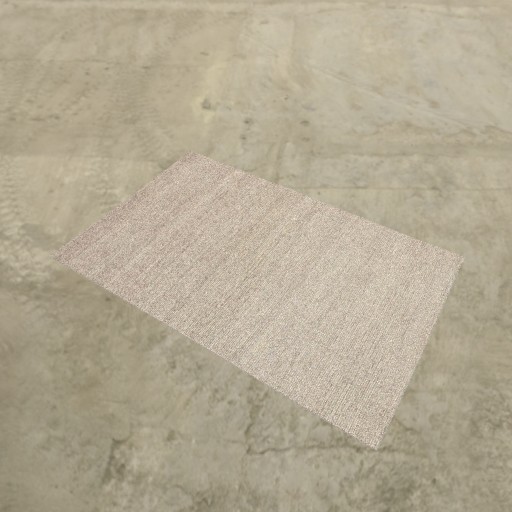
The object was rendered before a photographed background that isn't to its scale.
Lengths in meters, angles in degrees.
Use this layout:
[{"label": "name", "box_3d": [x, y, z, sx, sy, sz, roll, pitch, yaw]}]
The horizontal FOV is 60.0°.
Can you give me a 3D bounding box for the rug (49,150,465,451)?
[{"label": "rug", "box_3d": [0.000, 0.000, 2.257, 1.792, 0.021, 1.154, 25, 51, 22]}]
